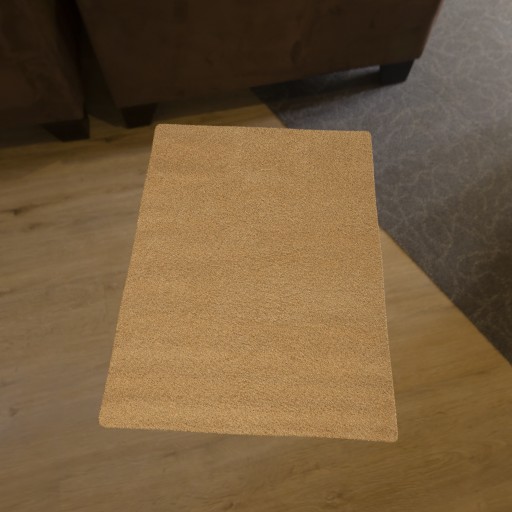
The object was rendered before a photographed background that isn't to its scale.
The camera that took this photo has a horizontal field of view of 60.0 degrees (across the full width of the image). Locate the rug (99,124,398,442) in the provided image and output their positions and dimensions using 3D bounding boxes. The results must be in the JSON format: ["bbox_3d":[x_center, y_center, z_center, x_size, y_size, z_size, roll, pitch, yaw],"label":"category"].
[{"bbox_3d":[0.000,0.000,2.126,1.199,0.025,1.600,2,63,1],"label":"rug"}]
